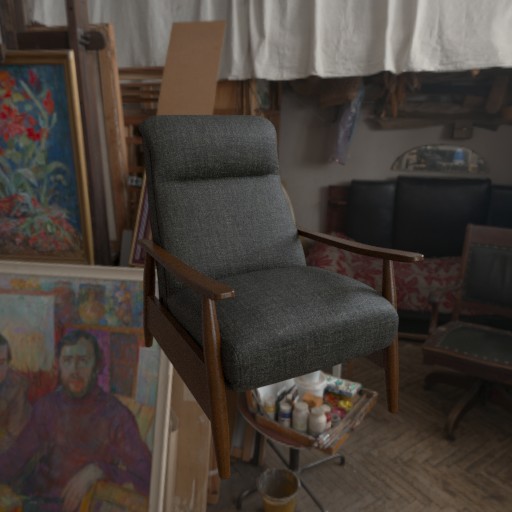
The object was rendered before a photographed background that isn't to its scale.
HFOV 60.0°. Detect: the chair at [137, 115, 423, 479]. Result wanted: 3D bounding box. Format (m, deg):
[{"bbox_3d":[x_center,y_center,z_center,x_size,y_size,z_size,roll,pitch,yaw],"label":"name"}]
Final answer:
[{"bbox_3d":[0.000,0.000,1.776,0.762,1.082,1.014,-9,19,-26],"label":"chair"}]
